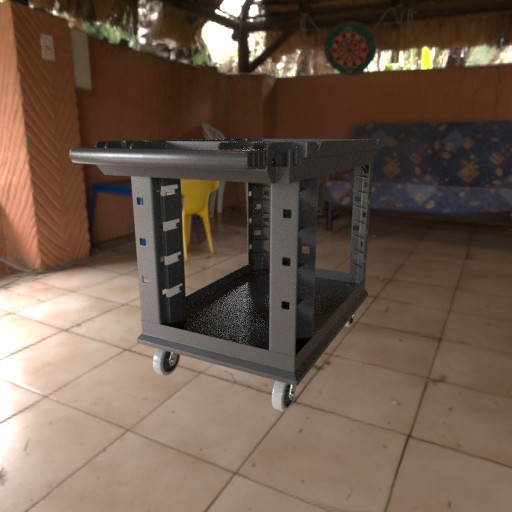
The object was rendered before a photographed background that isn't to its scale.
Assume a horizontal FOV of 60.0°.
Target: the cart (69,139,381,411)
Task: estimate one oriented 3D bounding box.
[{"bbox_3d":[0.000,0.000,1.748,0.674,0.884,1.239,8,17,26],"label":"cart"}]
